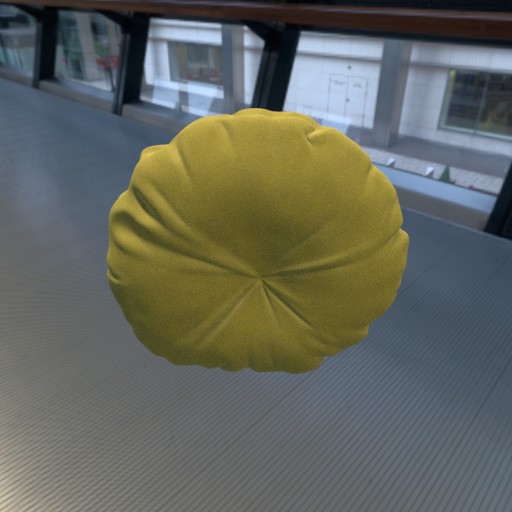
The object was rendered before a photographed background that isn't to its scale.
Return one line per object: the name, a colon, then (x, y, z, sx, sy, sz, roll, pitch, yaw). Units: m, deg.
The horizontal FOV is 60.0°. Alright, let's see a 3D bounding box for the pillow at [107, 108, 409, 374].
pillow: (0.000, 0.000, 0.636, 0.428, 0.407, 0.148, -1, 30, -2)
